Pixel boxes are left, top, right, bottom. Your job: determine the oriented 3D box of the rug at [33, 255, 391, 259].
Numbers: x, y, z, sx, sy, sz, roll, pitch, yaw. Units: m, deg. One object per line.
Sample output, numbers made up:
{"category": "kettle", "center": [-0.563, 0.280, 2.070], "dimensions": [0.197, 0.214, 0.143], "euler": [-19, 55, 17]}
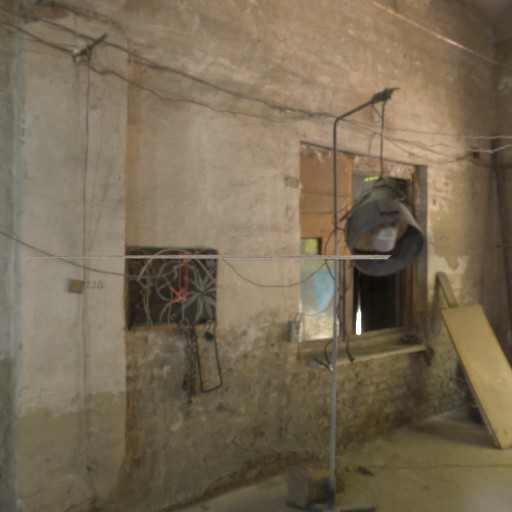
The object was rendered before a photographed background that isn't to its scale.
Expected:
{"category": "rug", "center": [0.000, 0.000, 4.227], "dimensions": [2.451, 0.008, 3.143], "euler": [0, 0, 17]}
